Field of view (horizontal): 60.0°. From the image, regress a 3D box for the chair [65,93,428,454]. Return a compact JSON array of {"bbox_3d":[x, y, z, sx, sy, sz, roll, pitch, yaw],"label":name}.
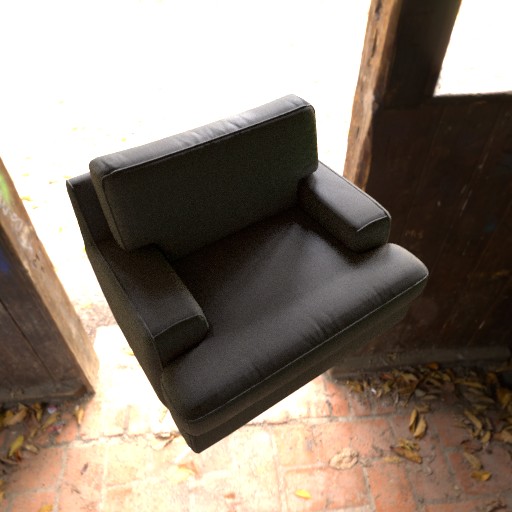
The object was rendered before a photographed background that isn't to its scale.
[{"bbox_3d":[0.000,0.000,1.986,1.270,0.974,1.043,-26,52,-23],"label":"chair"}]
